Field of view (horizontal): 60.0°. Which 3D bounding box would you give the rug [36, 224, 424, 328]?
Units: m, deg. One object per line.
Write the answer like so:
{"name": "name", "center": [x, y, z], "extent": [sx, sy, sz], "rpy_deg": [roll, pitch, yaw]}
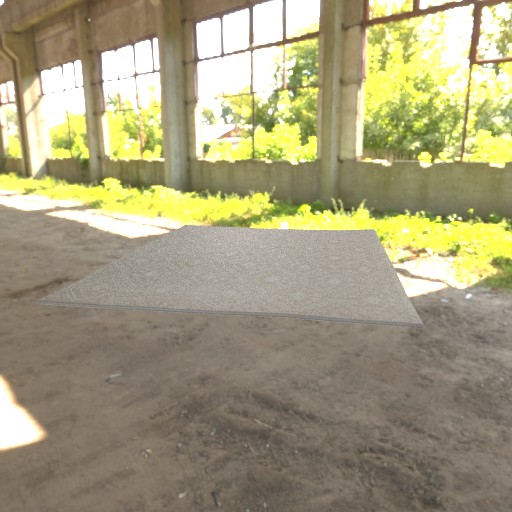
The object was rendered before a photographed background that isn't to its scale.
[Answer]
{"name": "rug", "center": [0.000, 0.000, 4.093], "extent": [2.399, 0.054, 3.011], "rpy_deg": [2, 14, 9]}
